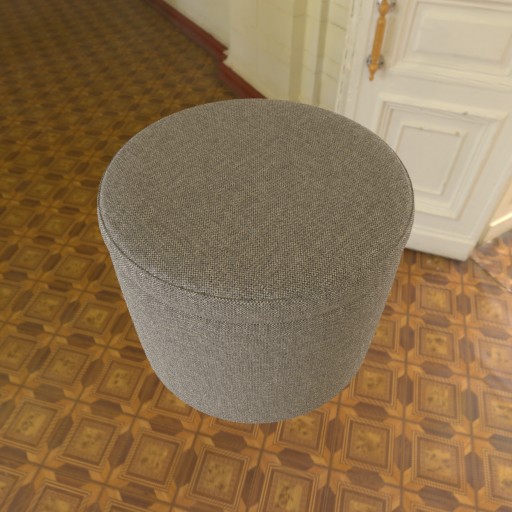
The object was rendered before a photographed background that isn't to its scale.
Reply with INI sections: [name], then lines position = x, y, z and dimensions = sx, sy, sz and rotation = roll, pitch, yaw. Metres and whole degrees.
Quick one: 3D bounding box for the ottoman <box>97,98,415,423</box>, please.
[ottoman]
position = 0.000, 0.000, 0.874
dimensions = 0.520, 0.430, 0.520
rotation = 0, 48, 0
